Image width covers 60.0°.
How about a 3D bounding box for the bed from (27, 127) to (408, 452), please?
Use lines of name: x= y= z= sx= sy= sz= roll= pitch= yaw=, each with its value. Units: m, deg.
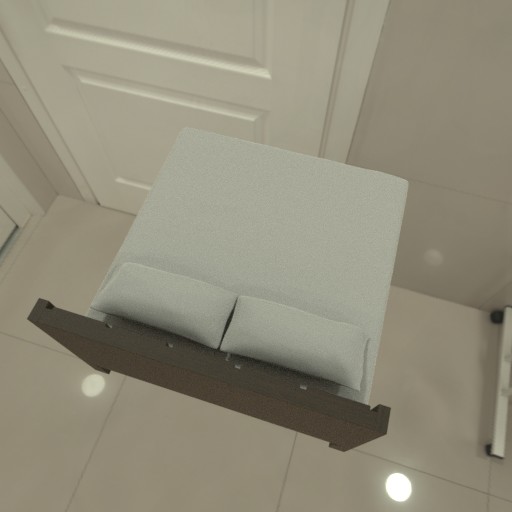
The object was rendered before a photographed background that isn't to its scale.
bed: x=0.000 y=0.000 z=3.518 sx=2.143 sy=1.261 sz=2.238 roll=15 pitch=63 yaw=8
